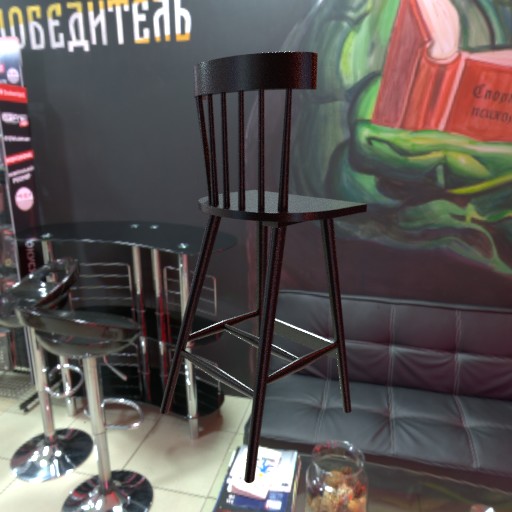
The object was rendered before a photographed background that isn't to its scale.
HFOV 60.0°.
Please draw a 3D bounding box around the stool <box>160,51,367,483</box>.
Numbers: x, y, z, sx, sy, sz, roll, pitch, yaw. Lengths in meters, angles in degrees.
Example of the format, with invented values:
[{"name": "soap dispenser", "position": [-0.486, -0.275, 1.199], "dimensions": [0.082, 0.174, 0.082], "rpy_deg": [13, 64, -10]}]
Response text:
[{"name": "stool", "position": [0.000, 0.000, 1.361], "dimensions": [0.483, 1.092, 0.482], "rpy_deg": [-14, 21, -42]}]
